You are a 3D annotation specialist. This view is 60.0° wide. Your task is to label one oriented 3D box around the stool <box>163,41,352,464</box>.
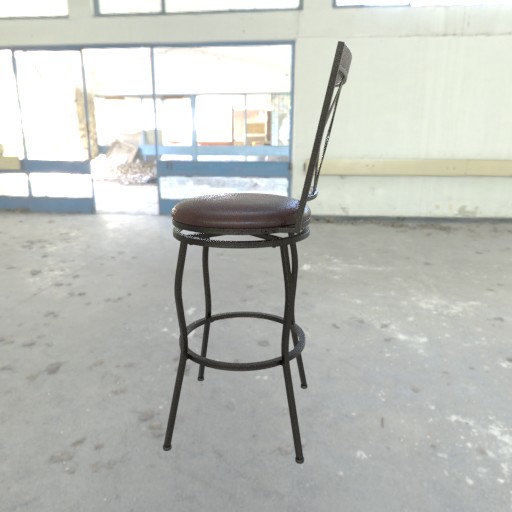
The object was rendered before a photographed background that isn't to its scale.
[{"bbox_3d":[0.000,0.000,1.377,0.521,1.134,0.432,2,15,8],"label":"stool"}]
